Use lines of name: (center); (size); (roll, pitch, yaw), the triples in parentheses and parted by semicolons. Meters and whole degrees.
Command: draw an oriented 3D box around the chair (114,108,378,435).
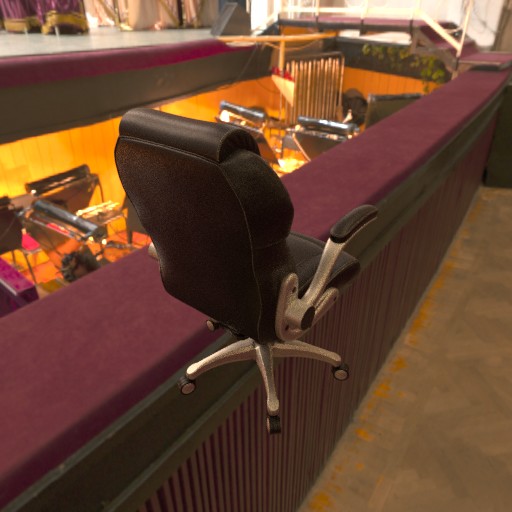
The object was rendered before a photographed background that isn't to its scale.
chair: (0.000, 0.000, 1.659); (0.724, 1.141, 0.801); (22, 37, 33)
